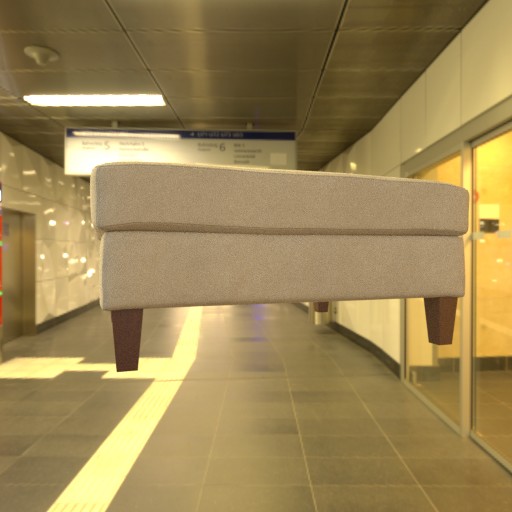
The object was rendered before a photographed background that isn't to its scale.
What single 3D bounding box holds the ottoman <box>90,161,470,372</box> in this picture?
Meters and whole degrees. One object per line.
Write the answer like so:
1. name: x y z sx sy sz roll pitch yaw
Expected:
1. ottoman: 0.000 0.000 1.453 1.002 0.492 0.836 0 0 -19
